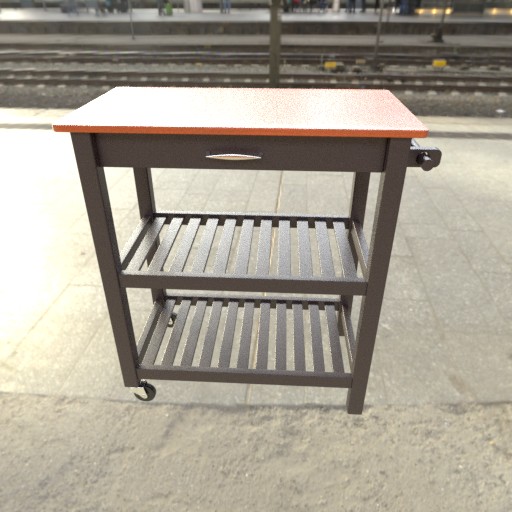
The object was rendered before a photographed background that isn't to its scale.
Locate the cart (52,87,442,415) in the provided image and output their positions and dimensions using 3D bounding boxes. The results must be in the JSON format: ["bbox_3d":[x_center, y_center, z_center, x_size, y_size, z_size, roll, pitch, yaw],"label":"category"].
[{"bbox_3d":[0.000,0.000,1.404,0.899,0.927,0.457,2,31,3],"label":"cart"}]
